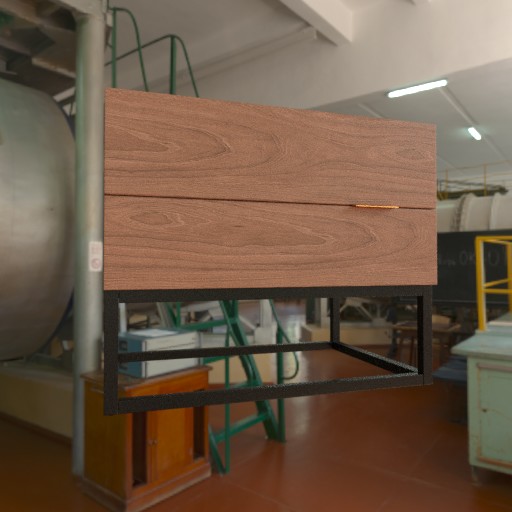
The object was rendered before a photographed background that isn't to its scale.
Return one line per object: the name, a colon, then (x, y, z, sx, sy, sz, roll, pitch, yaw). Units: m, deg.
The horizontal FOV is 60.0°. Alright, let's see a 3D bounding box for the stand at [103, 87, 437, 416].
stand: (0.000, 0.000, 0.940, 0.600, 0.500, 0.420, 0, -1, -17)
